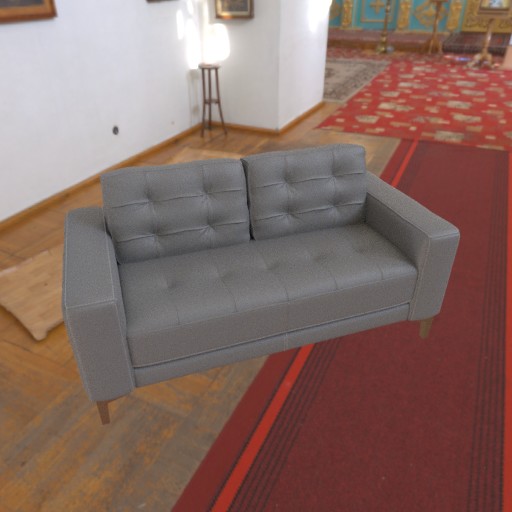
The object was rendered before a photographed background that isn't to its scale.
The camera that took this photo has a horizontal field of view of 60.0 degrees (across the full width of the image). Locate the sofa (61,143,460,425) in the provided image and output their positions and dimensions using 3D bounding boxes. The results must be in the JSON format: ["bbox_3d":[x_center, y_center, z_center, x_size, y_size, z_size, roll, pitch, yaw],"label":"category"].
[{"bbox_3d":[0.000,0.000,2.178,1.726,0.892,0.833,-10,33,-16],"label":"sofa"}]
